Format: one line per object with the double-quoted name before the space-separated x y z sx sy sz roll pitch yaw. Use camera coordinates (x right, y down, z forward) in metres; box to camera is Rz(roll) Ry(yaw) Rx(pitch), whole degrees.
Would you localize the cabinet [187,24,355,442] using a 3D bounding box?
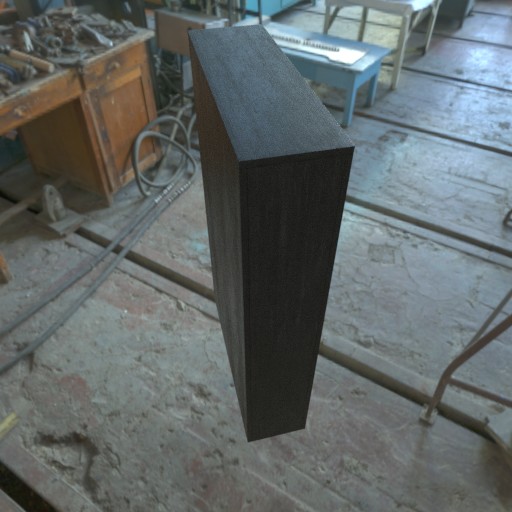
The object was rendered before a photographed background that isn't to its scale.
"cabinet" 0.000 0.000 1.568 0.250 1.280 0.750 -10 45 -10
